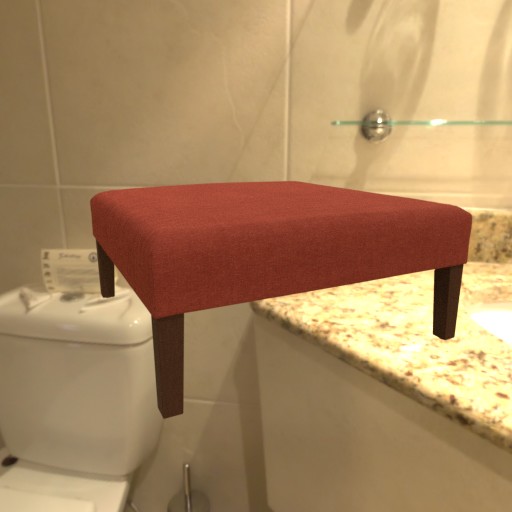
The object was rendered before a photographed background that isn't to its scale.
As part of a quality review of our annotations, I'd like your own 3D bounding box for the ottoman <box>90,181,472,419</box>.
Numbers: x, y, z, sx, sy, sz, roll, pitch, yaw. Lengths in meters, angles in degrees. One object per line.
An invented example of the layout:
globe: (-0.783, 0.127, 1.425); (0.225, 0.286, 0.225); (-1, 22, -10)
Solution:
ottoman: (0.000, 0.000, 1.435); (0.890, 0.411, 0.889); (-7, 16, -26)
